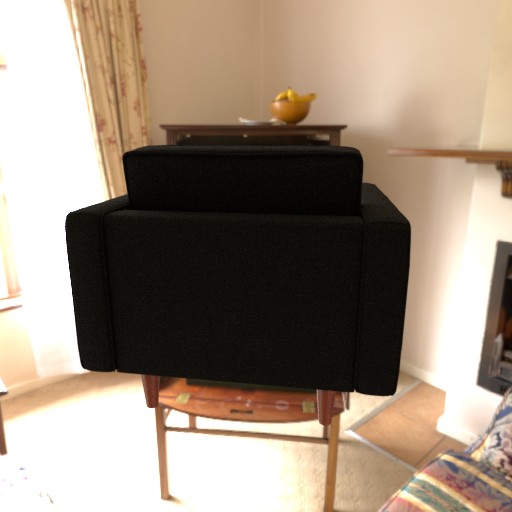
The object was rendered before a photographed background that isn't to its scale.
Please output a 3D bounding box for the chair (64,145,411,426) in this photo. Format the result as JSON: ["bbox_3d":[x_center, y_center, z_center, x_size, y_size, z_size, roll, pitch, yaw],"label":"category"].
[{"bbox_3d":[0.000,0.000,1.568,0.899,0.770,0.920,2,15,9],"label":"chair"}]
